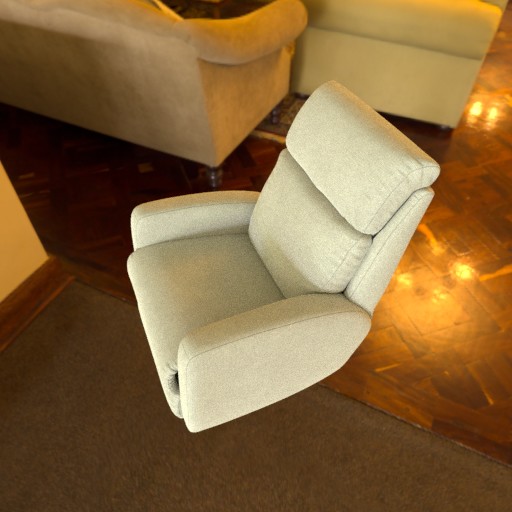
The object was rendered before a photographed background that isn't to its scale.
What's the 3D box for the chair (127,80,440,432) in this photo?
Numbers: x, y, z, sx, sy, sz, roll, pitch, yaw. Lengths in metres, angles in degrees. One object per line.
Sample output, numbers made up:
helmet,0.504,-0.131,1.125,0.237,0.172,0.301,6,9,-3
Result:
chair,0.000,0.000,1.687,0.941,1.015,0.812,-17,49,-16
